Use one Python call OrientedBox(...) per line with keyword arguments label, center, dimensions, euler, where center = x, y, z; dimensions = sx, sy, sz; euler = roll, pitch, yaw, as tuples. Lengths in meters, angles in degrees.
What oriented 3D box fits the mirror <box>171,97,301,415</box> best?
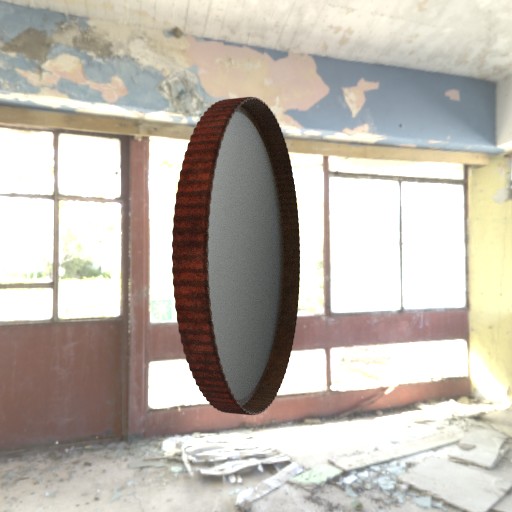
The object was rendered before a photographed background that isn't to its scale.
OrientedBox(label="mirror", center=(0.000, 0.000, 0.901), dimensions=(0.056, 0.609, 0.609), euler=(0, -1, 18))
